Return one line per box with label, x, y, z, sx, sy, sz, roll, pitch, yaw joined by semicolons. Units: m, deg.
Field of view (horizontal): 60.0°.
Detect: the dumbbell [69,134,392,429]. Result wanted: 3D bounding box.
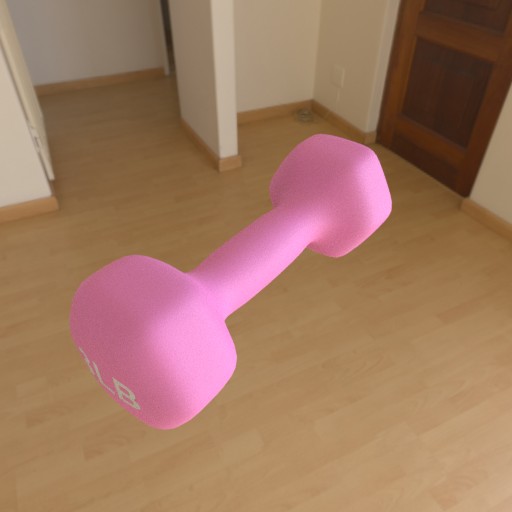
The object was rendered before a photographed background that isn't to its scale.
dumbbell;0.000;0.000;0.192;0.064;0.058;0.159;27;47;29
